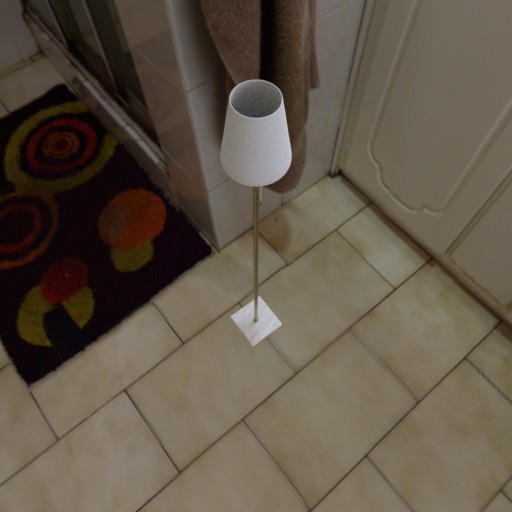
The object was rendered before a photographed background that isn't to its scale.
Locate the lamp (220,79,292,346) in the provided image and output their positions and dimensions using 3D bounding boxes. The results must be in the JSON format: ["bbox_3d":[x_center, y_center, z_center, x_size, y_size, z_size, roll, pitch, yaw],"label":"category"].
[{"bbox_3d":[0.000,0.000,1.964,0.229,1.813,0.232,-34,68,-16],"label":"lamp"}]
